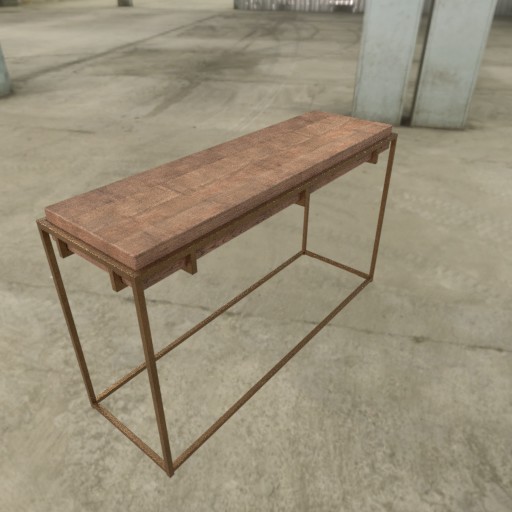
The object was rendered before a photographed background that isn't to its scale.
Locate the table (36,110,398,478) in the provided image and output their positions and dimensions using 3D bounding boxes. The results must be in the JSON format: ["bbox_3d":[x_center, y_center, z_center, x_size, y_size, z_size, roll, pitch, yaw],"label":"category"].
[{"bbox_3d":[0.000,0.000,1.772,0.440,0.820,1.400,24,39,32],"label":"table"}]
